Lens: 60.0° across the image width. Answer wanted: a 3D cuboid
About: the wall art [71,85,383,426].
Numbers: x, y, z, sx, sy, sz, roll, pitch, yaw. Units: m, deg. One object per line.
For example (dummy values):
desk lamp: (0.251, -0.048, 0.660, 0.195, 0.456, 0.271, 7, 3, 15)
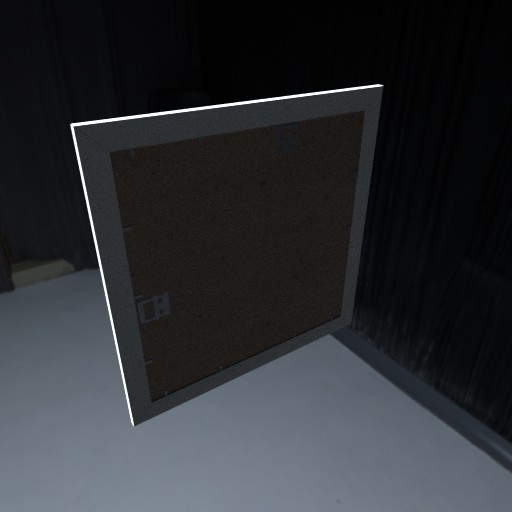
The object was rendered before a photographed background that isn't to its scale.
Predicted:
wall art: (0.000, 0.000, 0.874, 0.584, 0.584, 0.013, -18, 35, -29)
